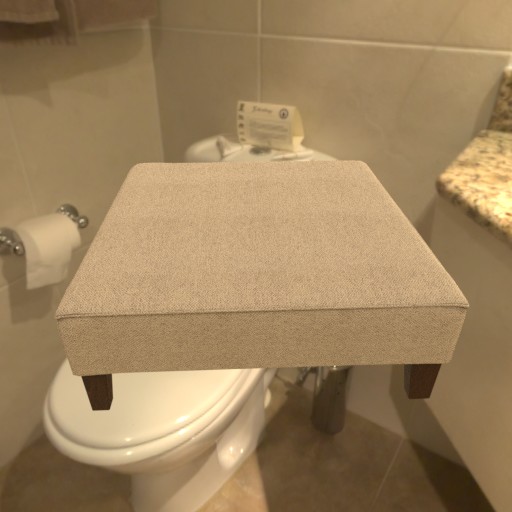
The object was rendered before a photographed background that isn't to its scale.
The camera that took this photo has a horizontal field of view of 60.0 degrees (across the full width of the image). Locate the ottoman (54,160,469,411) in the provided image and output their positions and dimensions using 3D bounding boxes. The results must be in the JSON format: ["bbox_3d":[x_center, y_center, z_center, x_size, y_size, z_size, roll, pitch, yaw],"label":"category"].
[{"bbox_3d":[0.000,0.000,1.502,0.973,0.381,0.982,-1,32,-2],"label":"ottoman"}]
